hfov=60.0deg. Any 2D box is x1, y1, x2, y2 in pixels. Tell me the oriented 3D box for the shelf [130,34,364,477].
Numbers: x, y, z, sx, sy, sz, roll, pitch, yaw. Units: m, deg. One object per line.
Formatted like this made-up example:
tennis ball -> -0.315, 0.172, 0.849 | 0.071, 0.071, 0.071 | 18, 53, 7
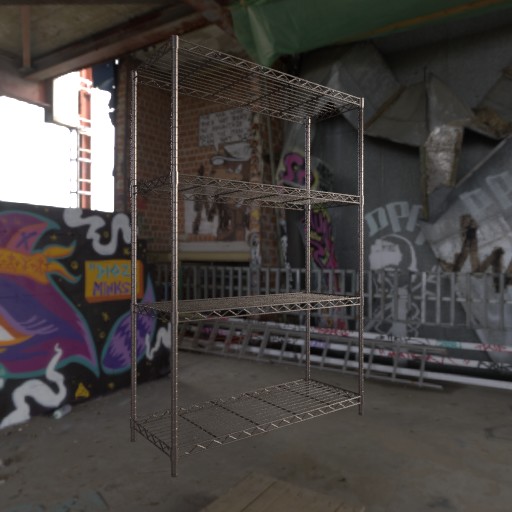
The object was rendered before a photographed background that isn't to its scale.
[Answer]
shelf -> 0.000, 0.000, 1.769 | 0.907, 1.361, 0.352 | 0, 0, -37
